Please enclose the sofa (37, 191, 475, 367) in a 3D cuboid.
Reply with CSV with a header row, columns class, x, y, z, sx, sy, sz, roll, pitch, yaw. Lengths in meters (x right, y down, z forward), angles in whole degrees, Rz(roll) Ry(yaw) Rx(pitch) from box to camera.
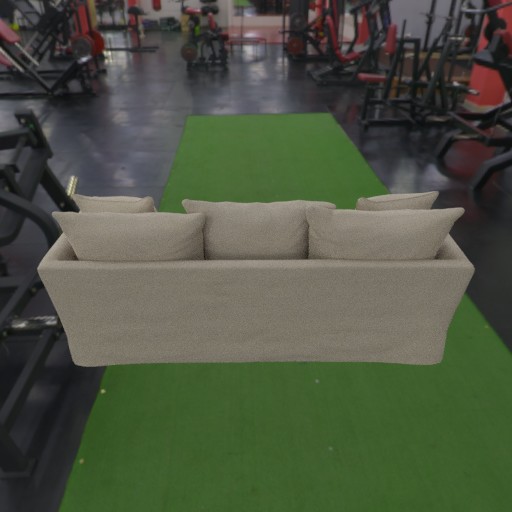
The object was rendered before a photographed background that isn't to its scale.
class,x,y,z,sx,sy,sz,roll,pitch,yaw
sofa,0.000,0.000,3.030,2.499,1.047,1.046,0,31,0
